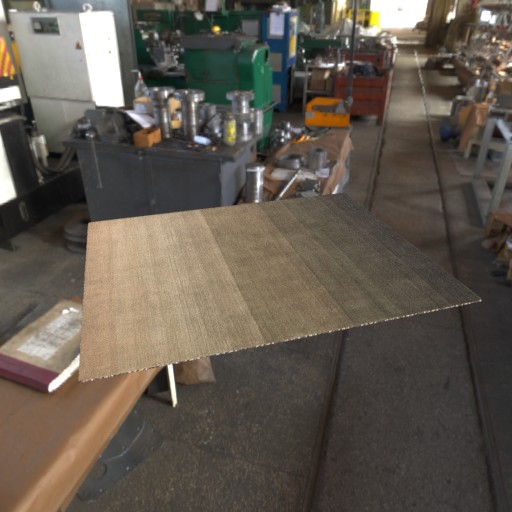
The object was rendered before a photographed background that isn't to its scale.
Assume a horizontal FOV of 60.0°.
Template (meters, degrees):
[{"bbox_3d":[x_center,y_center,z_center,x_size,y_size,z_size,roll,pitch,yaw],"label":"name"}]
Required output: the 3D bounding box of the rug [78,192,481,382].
[{"bbox_3d":[0.000,0.000,3.948,2.902,0.017,2.306,-9,31,-15],"label":"rug"}]
